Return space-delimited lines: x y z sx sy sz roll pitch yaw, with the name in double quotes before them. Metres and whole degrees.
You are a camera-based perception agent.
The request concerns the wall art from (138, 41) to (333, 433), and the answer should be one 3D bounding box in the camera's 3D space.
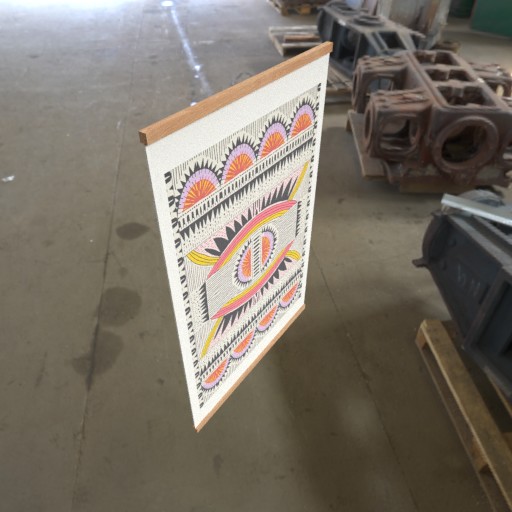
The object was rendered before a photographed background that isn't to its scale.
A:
"wall art" 0.000 0.000 1.943 0.028 1.533 0.999 25 47 26
